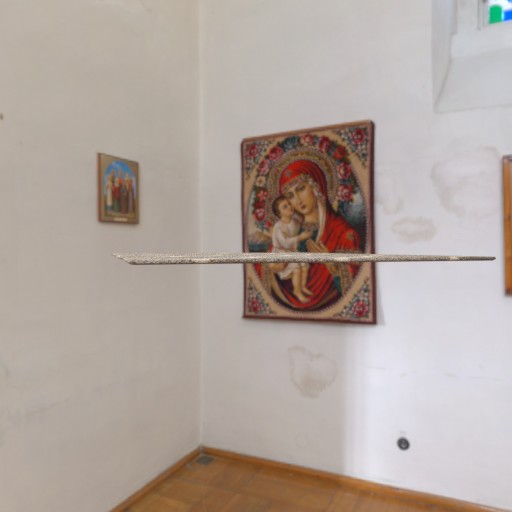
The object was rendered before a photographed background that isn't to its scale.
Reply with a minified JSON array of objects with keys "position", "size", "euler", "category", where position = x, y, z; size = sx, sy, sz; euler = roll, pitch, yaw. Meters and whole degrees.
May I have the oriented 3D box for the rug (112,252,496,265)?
[{"position":[0.000,0.000,3.988],"size":[2.399,0.026,3.000],"euler":[0,1,-20],"category":"rug"}]
